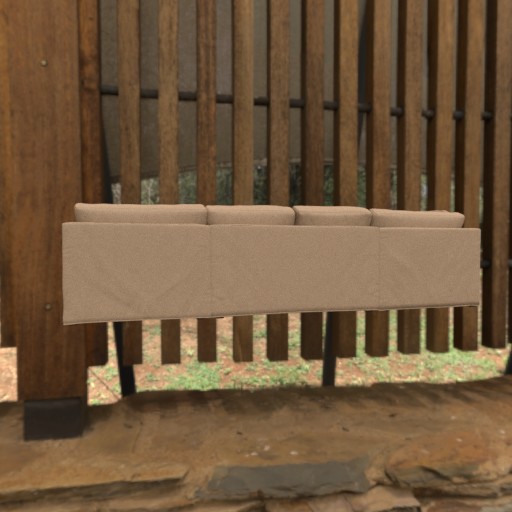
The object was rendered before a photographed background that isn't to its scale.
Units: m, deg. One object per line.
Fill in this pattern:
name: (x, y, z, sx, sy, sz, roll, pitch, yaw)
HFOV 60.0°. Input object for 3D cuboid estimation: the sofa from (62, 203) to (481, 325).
sofa: (0.000, 0.000, 4.601, 3.460, 0.882, 2.427, 0, 1, -16)
